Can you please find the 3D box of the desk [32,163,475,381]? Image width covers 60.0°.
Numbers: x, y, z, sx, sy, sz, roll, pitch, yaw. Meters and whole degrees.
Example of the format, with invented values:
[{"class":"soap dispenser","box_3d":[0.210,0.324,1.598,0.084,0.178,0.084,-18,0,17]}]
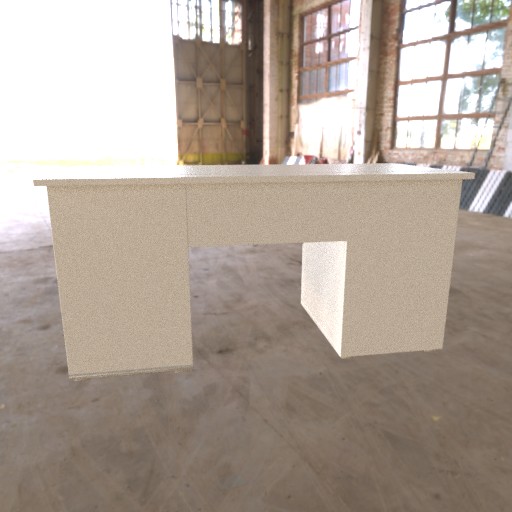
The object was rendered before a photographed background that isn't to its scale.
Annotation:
[{"class":"desk","box_3d":[0.000,0.000,1.977,1.580,0.760,0.670,-3,15,-9]}]
